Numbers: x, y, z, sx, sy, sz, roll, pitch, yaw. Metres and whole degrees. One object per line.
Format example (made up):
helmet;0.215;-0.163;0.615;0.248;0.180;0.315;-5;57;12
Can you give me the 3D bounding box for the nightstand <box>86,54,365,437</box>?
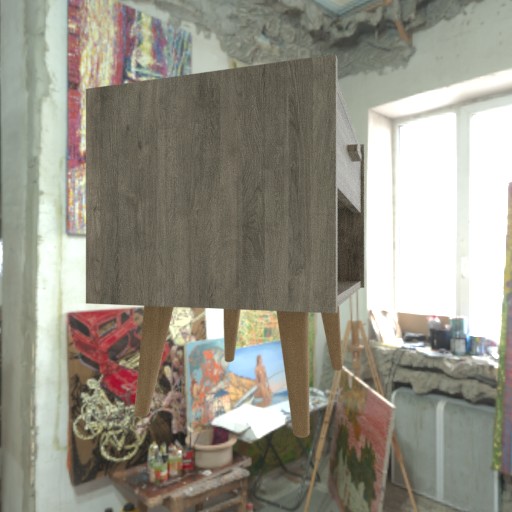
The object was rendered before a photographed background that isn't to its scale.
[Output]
nightstand;0.000;0.000;0.833;0.380;0.500;0.480;0;0;18
